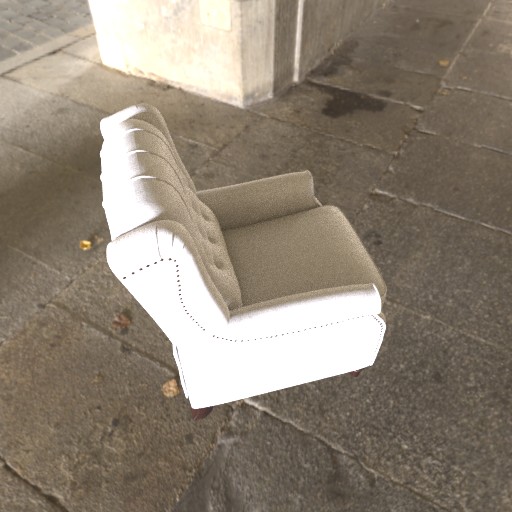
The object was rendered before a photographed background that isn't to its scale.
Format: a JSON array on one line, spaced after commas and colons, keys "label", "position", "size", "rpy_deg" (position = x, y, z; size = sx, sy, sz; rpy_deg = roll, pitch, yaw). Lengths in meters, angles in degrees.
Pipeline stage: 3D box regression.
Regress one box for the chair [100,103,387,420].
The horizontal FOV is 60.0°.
[{"label": "chair", "position": [0.000, 0.000, 1.648], "size": [0.902, 1.035, 0.742], "rpy_deg": [-11, 48, -10]}]
